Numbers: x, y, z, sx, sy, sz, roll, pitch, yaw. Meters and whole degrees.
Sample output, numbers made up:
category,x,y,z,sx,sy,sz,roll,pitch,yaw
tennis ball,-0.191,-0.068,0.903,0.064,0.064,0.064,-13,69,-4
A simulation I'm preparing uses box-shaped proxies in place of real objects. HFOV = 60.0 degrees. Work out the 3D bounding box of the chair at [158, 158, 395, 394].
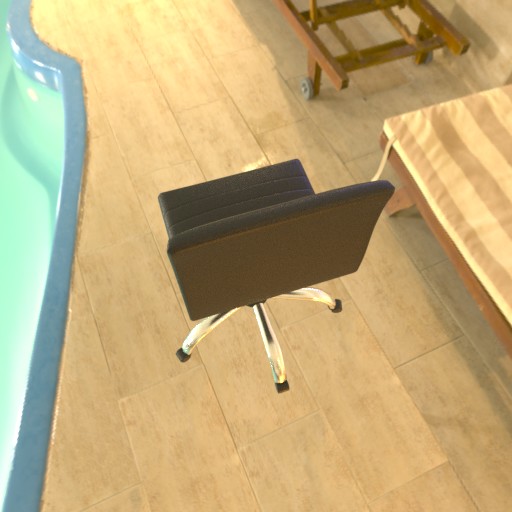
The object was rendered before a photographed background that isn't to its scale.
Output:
category,x,y,z,sx,sy,sz,roll,pitch,yaw
chair,0.000,0.000,1.111,0.556,0.780,0.530,-16,62,-9
